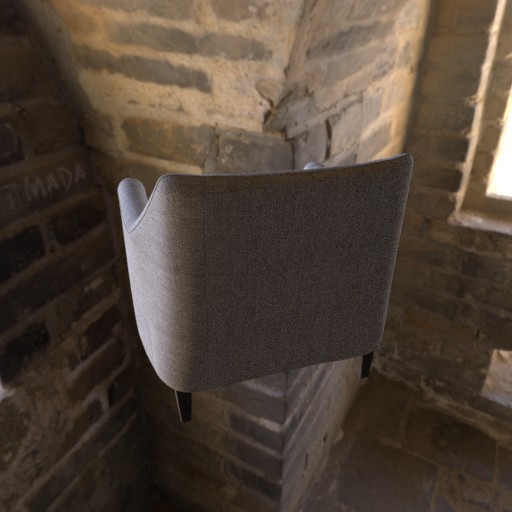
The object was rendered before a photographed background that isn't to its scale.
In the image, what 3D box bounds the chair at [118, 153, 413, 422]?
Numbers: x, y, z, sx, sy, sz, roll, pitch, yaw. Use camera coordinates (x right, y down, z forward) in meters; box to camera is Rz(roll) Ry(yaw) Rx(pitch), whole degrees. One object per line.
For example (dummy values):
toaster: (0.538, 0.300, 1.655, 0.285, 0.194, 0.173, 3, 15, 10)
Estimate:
chair: (0.000, 0.000, 1.438, 0.796, 0.761, 0.758, -8, 28, -16)
